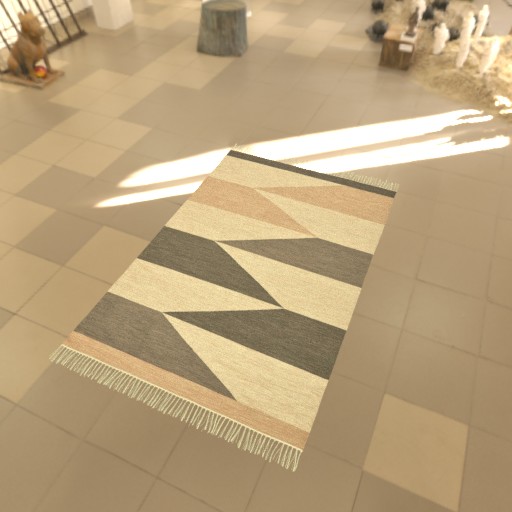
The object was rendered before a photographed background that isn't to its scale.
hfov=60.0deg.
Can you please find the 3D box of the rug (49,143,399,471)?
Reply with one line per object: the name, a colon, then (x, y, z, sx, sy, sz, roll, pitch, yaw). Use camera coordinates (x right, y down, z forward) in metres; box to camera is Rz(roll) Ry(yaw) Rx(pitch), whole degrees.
rug: (0.000, 0.000, 2.520, 1.224, 0.027, 2.021, 18, 49, 16)
